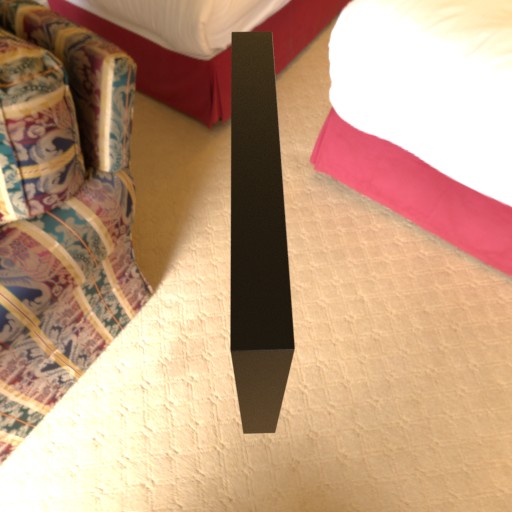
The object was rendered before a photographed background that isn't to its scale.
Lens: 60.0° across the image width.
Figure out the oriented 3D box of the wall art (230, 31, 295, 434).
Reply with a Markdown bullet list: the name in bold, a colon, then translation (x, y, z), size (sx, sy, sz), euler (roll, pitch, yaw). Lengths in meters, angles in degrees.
- **wall art**: translation (0.000, 0.000, 0.457), size (0.037, 0.299, 0.299), euler (-1, 60, -1)
